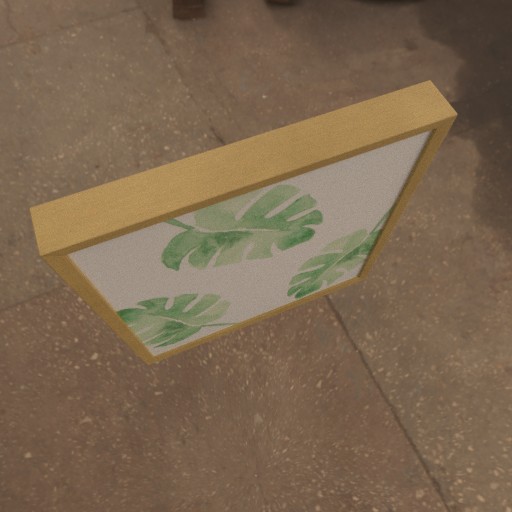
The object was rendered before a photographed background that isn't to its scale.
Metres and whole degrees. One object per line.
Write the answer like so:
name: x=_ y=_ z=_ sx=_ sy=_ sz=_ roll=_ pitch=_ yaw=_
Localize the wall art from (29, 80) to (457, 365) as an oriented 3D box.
wall art: x=0.000 y=0.000 z=0.443 sx=0.305 sy=0.305 sz=0.038 roll=-20 pitch=65 yaw=-10
